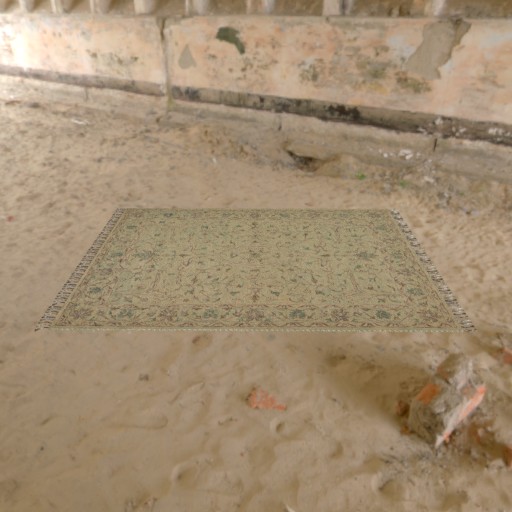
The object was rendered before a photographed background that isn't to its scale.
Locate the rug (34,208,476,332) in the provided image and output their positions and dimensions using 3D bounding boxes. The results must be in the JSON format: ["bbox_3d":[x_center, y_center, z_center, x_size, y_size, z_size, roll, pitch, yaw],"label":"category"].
[{"bbox_3d":[0.000,0.000,2.325,1.802,0.008,1.247,0,30,0],"label":"rug"}]
